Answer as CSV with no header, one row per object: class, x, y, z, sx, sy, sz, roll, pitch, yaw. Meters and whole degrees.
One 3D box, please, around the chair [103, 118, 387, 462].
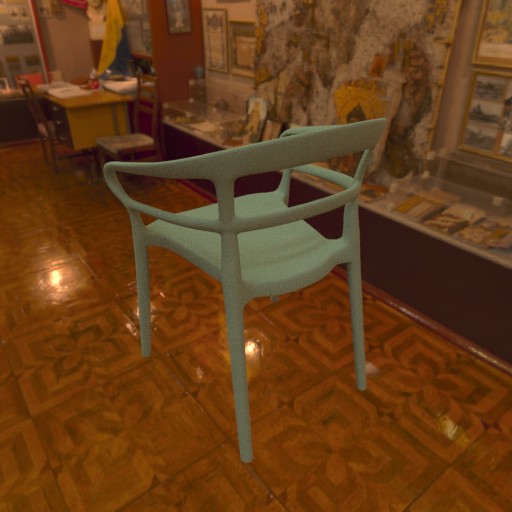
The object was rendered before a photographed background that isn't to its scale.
chair,0.000,0.000,1.132,0.559,0.761,0.527,-19,35,-30
